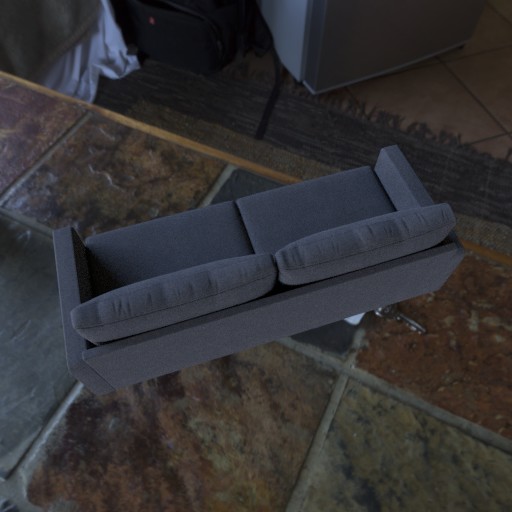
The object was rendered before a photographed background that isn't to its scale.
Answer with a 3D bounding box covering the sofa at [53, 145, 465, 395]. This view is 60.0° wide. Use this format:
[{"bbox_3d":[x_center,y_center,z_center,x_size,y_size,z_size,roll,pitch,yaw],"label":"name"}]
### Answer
[{"bbox_3d":[0.000,0.000,2.568,2.100,0.880,0.880,-16,61,-9],"label":"sofa"}]
